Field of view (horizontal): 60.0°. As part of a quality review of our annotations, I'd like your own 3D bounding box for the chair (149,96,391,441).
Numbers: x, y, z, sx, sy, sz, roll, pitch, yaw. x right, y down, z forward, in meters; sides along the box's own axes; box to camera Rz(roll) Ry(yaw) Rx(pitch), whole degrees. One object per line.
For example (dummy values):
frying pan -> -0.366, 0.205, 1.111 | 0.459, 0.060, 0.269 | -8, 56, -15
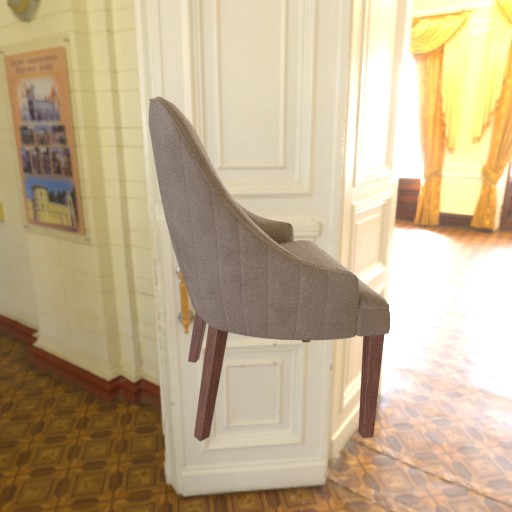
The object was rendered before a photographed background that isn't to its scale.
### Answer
chair -> 0.000, 0.000, 1.324 | 0.575, 0.889, 0.643 | -3, 16, -10
